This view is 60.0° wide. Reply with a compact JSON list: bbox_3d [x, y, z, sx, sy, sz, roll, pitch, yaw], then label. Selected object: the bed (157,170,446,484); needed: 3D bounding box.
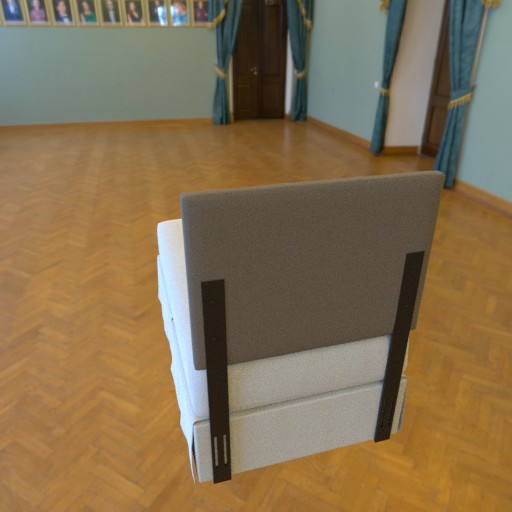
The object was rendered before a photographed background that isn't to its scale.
[{"bbox_3d":[0.000,0.000,2.939,1.261,1.571,1.997,-7,27,-14],"label":"bed"}]
